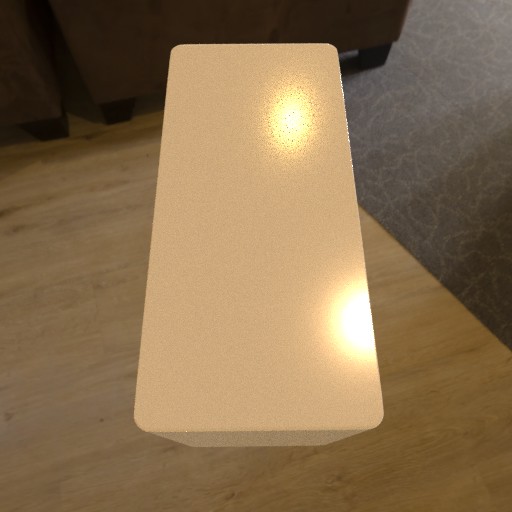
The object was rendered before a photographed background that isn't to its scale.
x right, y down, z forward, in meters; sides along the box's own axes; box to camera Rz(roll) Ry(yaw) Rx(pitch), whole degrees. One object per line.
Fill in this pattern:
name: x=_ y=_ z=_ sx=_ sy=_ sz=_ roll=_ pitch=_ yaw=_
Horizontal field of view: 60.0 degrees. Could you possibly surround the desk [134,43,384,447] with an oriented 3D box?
desk: x=0.000 y=0.000 z=1.557 sx=0.550 sy=0.760 sz=1.200 roll=-1 pitch=64 yaw=0
